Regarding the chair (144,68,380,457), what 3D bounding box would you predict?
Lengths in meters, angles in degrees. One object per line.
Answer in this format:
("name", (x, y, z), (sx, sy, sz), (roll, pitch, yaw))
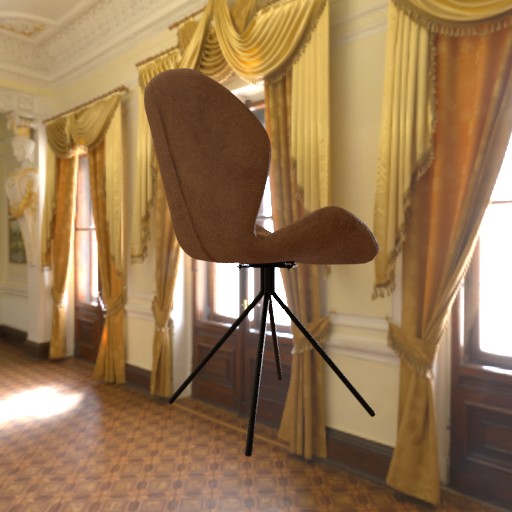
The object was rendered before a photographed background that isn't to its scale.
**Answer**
("chair", (0.000, 0.000, 1.302), (0.640, 0.929, 0.527), (-1, 1, -35))
